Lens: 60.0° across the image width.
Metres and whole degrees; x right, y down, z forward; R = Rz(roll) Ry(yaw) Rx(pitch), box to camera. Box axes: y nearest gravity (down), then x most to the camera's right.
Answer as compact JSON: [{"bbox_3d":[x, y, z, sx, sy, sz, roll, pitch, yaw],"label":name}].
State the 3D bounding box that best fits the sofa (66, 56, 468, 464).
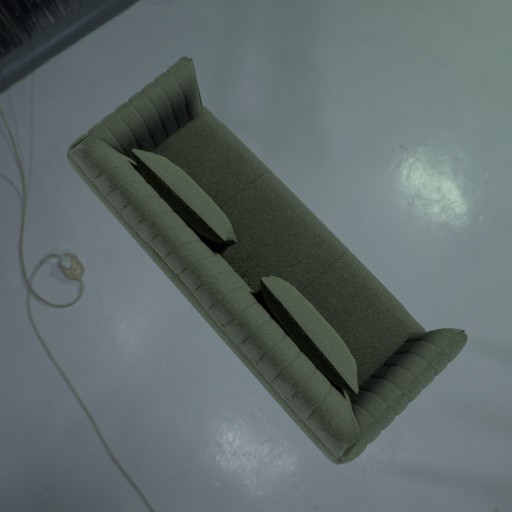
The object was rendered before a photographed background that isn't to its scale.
[{"bbox_3d":[0.000,0.000,2.531,0.896,0.793,2.137,-41,80,-9],"label":"sofa"}]
